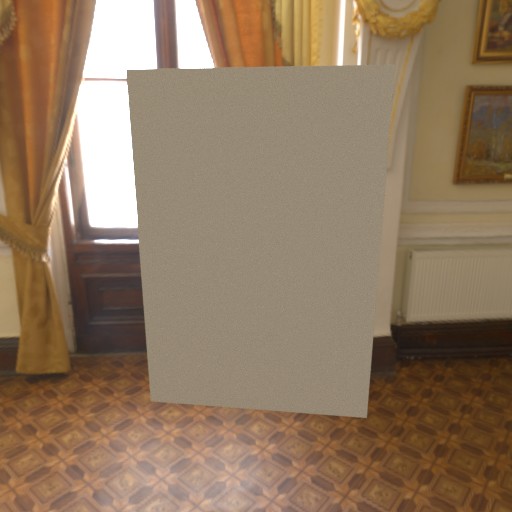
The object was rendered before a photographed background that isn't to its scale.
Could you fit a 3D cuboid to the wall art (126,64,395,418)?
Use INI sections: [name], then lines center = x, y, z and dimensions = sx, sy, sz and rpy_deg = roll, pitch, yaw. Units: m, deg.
[wall art]
center = 0.000, 0.000, 0.601
dimensions = 0.325, 0.474, 0.010
rpy_deg = 2, 16, 7
